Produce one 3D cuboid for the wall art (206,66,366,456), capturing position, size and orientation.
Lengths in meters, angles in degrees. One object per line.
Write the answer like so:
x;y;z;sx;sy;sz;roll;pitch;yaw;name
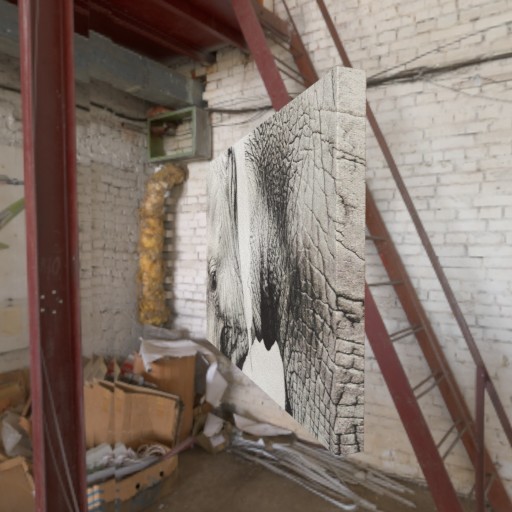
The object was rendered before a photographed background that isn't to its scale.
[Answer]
0.000;0.000;0.756;0.035;0.407;0.613;-1;2;-19;wall art
